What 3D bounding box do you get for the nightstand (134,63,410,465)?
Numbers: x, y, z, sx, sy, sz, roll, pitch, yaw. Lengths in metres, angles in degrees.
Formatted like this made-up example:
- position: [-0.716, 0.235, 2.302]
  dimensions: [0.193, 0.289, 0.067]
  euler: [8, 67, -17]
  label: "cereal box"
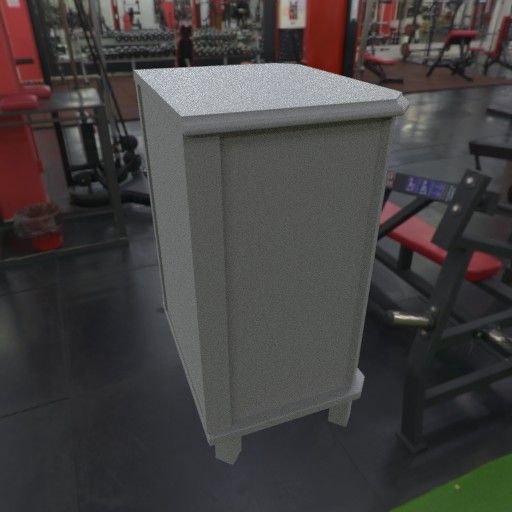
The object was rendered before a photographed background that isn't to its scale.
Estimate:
- position: [0.000, 0.000, 0.917]
  dimensions: [0.350, 0.680, 0.450]
  euler: [-11, 32, -18]
  label: "nightstand"
